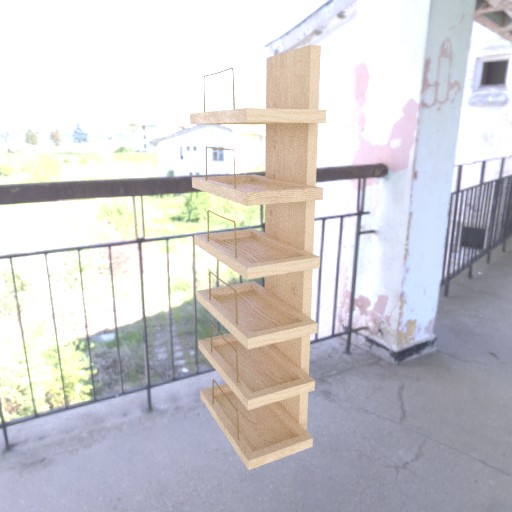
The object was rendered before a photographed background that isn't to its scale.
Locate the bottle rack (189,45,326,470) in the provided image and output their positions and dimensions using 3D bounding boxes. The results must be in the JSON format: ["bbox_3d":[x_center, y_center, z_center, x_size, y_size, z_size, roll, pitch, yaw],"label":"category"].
[{"bbox_3d":[0.000,0.000,1.101,0.206,0.943,0.330,-8,18,-26],"label":"bottle rack"}]
